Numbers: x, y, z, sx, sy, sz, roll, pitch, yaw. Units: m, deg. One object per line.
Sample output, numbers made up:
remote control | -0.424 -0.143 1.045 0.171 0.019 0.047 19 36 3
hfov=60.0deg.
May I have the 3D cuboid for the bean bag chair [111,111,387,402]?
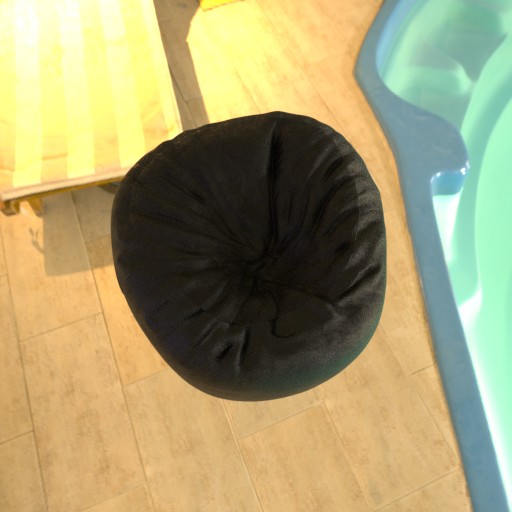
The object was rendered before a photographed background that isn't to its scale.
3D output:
bean bag chair | 0.000 0.000 2.502 1.524 0.878 1.524 -15 64 -7
